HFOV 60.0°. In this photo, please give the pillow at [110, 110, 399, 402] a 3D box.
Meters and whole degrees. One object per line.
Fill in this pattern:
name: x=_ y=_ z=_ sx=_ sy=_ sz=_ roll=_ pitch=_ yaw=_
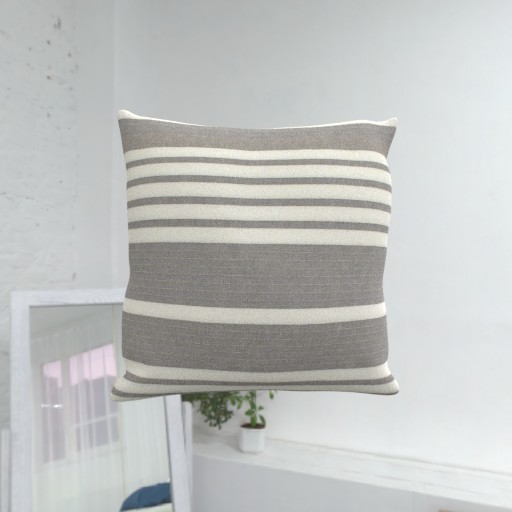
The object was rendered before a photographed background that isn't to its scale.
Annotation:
pillow: x=0.000 y=0.000 z=0.671 sx=0.439 sy=0.440 sz=0.182 roll=0 pitch=-1 yaw=-2
